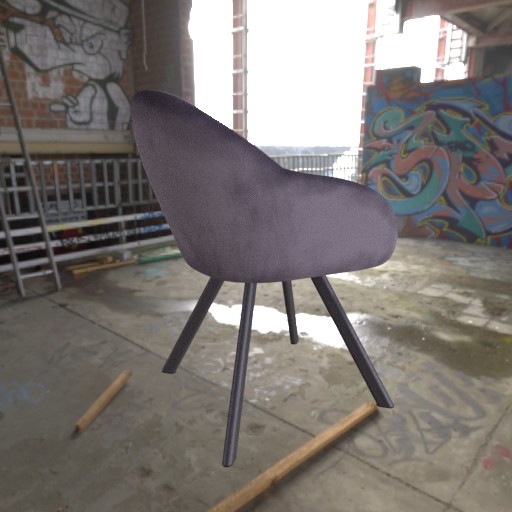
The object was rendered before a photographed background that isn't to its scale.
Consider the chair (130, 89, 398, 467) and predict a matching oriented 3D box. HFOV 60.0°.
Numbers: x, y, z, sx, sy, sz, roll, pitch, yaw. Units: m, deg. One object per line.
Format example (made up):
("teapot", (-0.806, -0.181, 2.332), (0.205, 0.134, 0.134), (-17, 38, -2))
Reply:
("chair", (0.000, 0.000, 1.169), (0.590, 0.795, 0.550), (-7, 16, -27))
